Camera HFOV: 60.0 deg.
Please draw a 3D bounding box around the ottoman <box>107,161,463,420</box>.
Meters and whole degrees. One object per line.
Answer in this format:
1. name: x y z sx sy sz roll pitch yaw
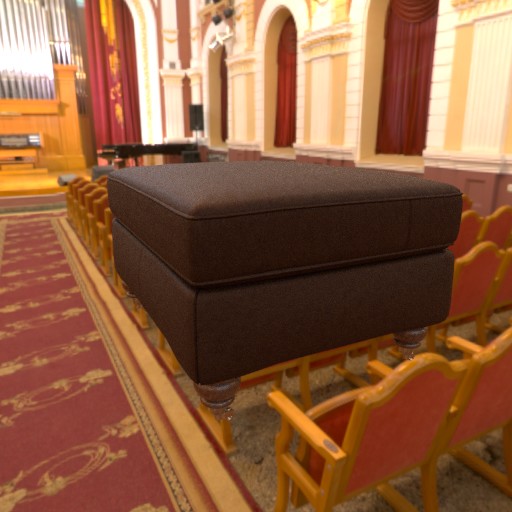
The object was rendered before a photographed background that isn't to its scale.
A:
1. ottoman: 0.000 0.000 1.828 0.967 0.730 1.187 -8 17 -26
